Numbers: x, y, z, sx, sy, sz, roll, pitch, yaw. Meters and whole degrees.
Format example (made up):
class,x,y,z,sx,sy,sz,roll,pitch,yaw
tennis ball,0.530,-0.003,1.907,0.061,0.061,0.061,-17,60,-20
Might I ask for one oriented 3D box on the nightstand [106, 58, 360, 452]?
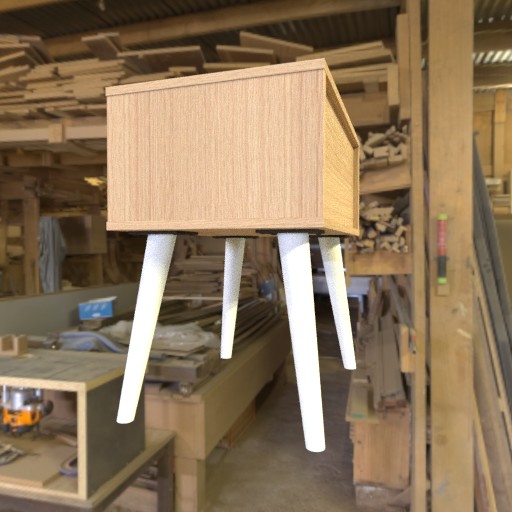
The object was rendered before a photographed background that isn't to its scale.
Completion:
class,x,y,z,sx,sy,sz,roll,pitch,yaw
nightstand,0.000,0.000,1.008,0.407,0.610,0.571,0,1,18
